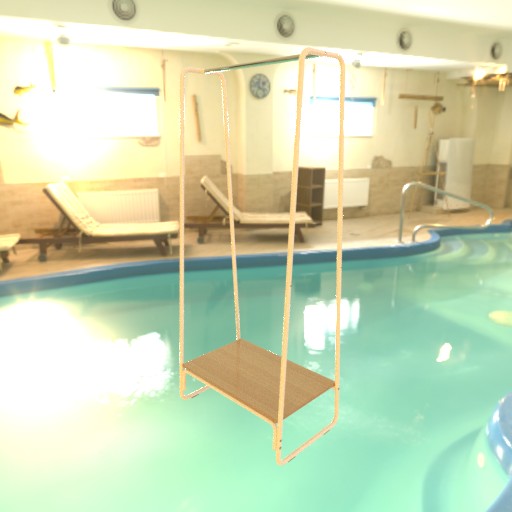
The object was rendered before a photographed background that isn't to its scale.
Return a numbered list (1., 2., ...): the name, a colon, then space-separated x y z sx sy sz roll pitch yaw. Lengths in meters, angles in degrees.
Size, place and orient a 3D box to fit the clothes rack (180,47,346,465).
1. clothes rack: 0.000 0.000 1.843 0.640 1.500 0.400 15 21 43
